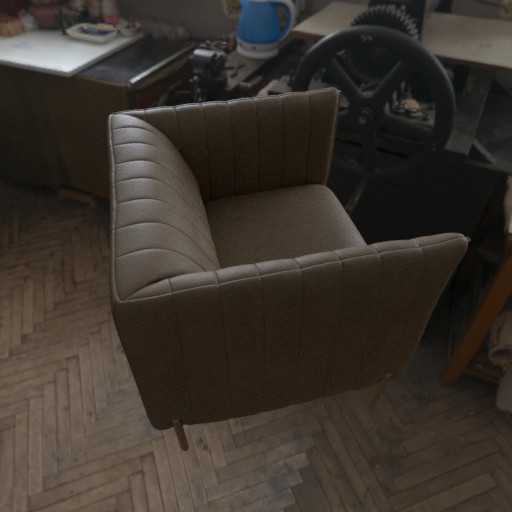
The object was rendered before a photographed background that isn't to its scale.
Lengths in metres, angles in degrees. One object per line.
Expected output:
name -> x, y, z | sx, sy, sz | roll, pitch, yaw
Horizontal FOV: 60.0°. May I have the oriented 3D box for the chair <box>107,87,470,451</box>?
chair -> 0.000, 0.000, 1.574 | 0.876, 0.779, 0.981 | -10, 45, -10
